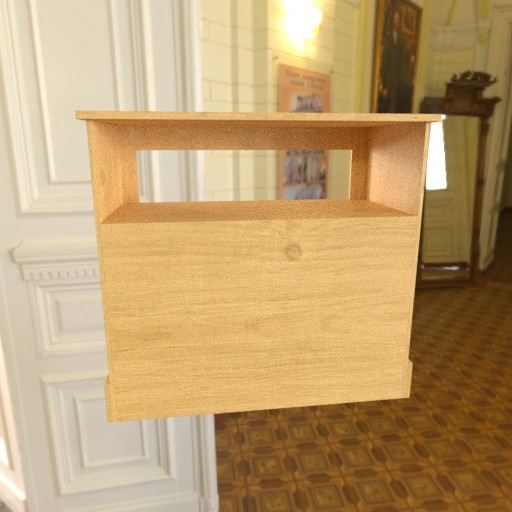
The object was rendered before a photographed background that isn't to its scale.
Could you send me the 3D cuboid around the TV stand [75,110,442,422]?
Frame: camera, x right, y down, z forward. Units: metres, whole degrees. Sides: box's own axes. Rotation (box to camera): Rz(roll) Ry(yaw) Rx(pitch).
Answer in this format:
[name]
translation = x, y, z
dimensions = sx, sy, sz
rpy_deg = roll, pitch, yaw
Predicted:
[TV stand]
translation = 0.000, 0.000, 1.320
dimensions = 0.851, 0.787, 0.430
rpy_deg = -2, 14, -8
